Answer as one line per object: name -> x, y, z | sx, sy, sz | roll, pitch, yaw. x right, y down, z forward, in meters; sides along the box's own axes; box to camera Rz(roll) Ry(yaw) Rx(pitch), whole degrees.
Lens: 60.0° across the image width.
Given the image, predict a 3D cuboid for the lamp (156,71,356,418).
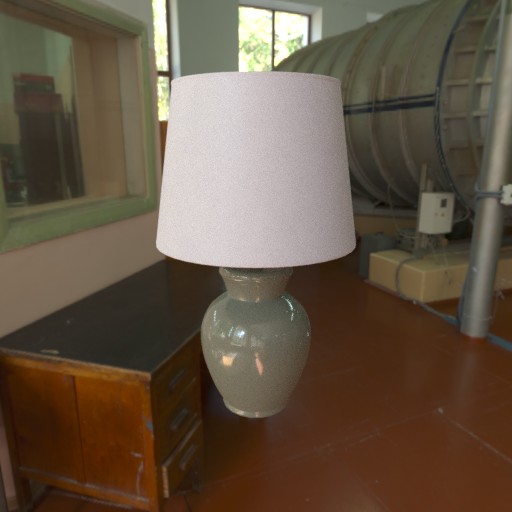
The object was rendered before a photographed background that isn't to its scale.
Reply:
lamp -> 0.000, 0.000, 0.548 | 0.239, 0.399, 0.239 | 0, 15, 0
